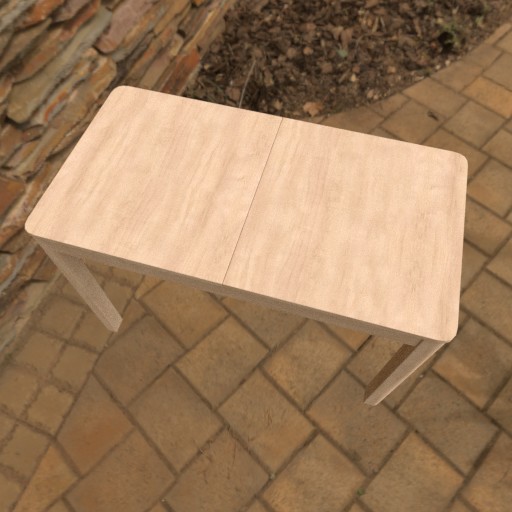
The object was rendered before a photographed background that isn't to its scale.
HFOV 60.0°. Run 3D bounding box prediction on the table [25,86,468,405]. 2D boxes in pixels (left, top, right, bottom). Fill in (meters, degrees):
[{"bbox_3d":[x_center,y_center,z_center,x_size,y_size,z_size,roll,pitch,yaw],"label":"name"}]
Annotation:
[{"bbox_3d":[0.000,0.000,1.924,1.400,0.900,0.750,14,61,8],"label":"table"}]
